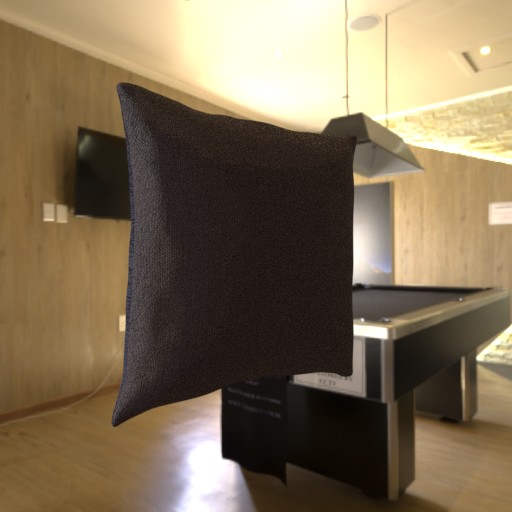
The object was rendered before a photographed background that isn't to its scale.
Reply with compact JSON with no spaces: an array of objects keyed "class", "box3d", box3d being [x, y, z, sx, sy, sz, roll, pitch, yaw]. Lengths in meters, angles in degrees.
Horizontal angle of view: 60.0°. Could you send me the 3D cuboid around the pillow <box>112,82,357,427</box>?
[{"class":"pillow","box3d":[0.000,0.000,0.687,0.452,0.439,0.204,0,0,-36]}]
